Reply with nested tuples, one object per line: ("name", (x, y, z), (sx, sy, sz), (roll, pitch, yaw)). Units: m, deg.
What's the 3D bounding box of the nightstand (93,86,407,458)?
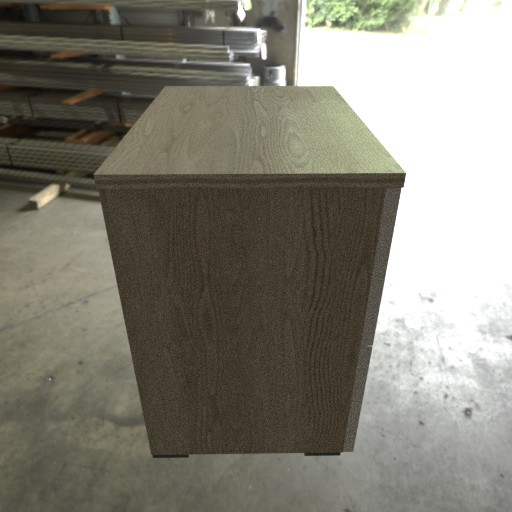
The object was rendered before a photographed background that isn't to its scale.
("nightstand", (0.000, 0.000, 0.745), (0.325, 0.461, 0.442), (0, 32, -1))
